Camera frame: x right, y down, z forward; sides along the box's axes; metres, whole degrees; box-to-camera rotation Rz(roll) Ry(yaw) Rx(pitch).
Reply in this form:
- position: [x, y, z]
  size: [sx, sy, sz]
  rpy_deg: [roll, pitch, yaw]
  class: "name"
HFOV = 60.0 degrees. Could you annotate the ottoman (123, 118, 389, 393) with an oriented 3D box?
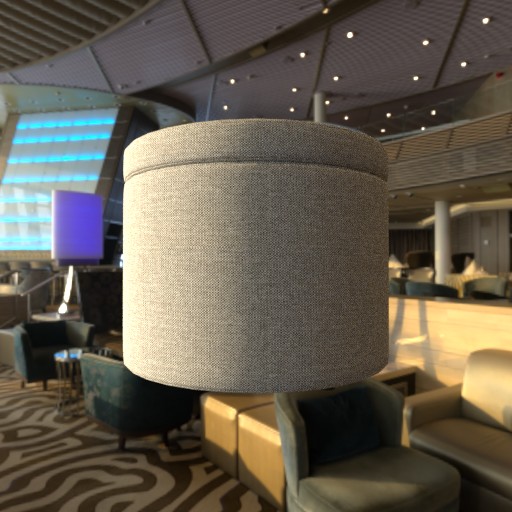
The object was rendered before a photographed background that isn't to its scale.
- position: [0.000, 0.000, 0.868]
  size: [0.500, 0.419, 0.500]
  rpy_deg: [0, -1, 0]
  class: "ottoman"
